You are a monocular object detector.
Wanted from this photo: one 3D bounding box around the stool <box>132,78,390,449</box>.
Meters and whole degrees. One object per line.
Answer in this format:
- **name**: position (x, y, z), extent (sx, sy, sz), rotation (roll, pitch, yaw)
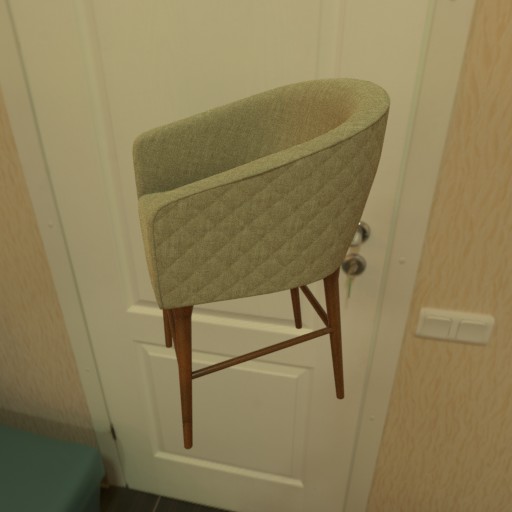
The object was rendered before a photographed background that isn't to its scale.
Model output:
- **stool**: position (0.000, 0.000, 1.323), extent (0.635, 0.952, 0.559), rotation (-9, 31, -14)
